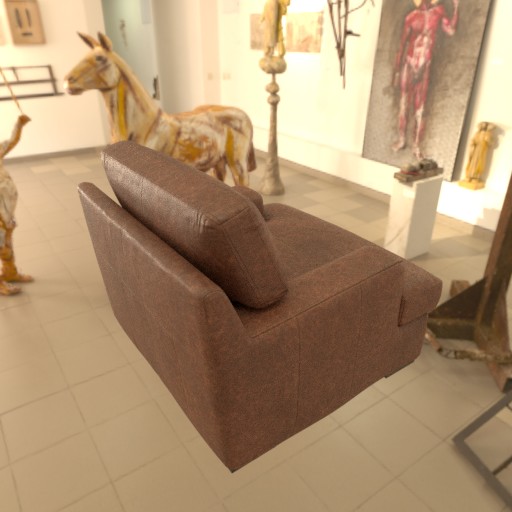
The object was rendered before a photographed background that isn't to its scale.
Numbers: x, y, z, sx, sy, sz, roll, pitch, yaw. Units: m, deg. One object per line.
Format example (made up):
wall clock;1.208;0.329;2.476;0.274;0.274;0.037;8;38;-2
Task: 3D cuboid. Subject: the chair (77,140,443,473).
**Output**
chair;0.000;0.000;1.929;1.143;0.939;1.168;-18;32;-31
